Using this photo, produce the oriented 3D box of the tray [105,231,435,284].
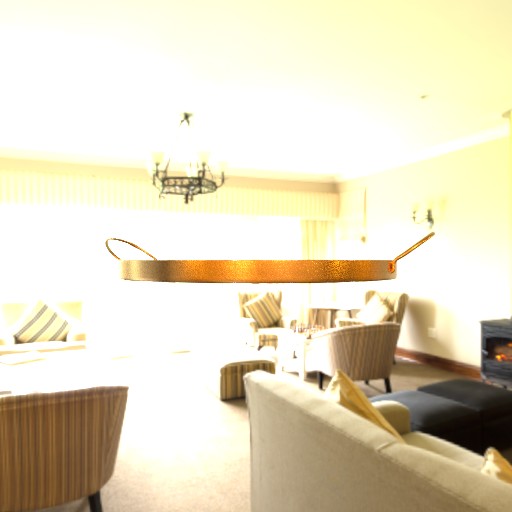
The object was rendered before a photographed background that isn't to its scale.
[{"bbox_3d":[0.000,0.000,0.722,0.543,0.069,0.438,0,-1,17],"label":"tray"}]
